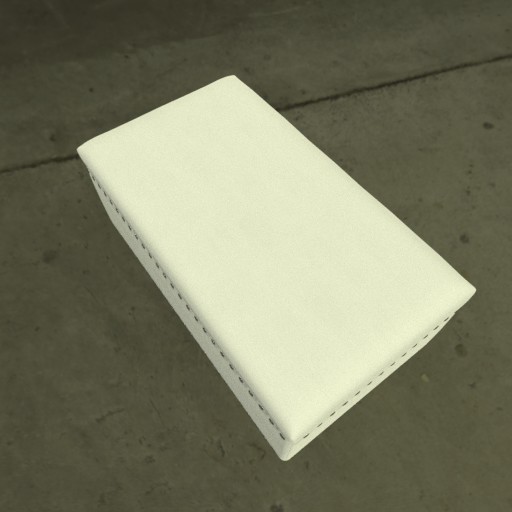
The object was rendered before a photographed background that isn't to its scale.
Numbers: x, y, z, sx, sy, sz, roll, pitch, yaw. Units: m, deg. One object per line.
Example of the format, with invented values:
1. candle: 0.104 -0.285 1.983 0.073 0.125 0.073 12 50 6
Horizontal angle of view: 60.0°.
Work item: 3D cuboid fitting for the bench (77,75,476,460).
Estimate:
1. bench: 0.000 0.000 1.197 0.500 0.449 0.887 -32 64 -18
